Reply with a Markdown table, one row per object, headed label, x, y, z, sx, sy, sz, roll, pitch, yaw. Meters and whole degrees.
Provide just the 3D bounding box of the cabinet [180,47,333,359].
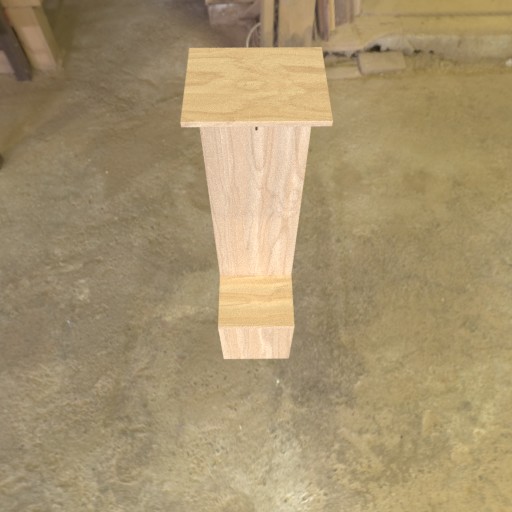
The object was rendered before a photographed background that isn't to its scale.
| label | x | y | z | sx | sy | sz | roll | pitch | yaw |
| --- | --- | --- | --- | --- | --- | --- | --- | --- | --- |
| cabinet | 0.000 | 0.000 | 2.076 | 0.411 | 1.879 | 0.338 | 0 | 58 | 0 |
